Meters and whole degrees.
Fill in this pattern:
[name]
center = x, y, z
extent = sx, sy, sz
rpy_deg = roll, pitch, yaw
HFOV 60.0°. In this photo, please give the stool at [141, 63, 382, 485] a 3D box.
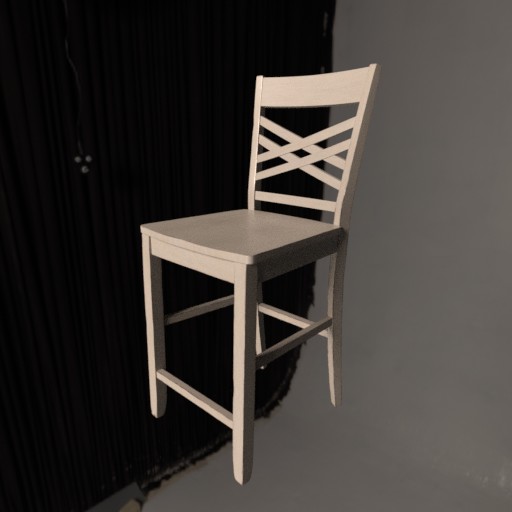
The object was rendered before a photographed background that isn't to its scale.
[stool]
center = 0.000, 0.000, 1.339
extent = 0.462, 1.079, 0.539
rpy_deg = 16, 22, 42
